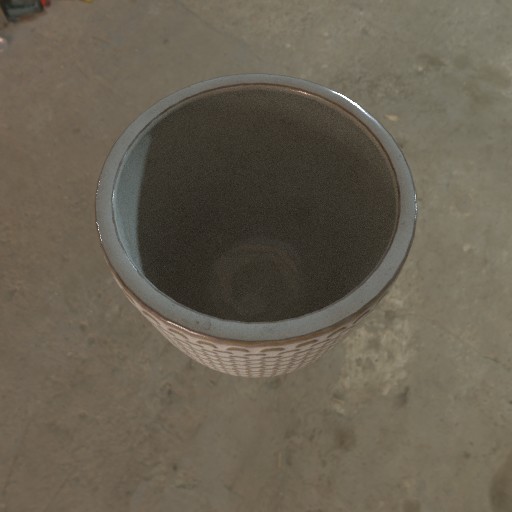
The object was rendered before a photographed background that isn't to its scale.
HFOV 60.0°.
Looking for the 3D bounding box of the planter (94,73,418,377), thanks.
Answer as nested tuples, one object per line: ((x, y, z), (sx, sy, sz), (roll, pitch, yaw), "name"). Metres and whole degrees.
((0.000, 0.000, 0.352), (0.197, 0.191, 0.197), (0, 64, 0), "planter")
